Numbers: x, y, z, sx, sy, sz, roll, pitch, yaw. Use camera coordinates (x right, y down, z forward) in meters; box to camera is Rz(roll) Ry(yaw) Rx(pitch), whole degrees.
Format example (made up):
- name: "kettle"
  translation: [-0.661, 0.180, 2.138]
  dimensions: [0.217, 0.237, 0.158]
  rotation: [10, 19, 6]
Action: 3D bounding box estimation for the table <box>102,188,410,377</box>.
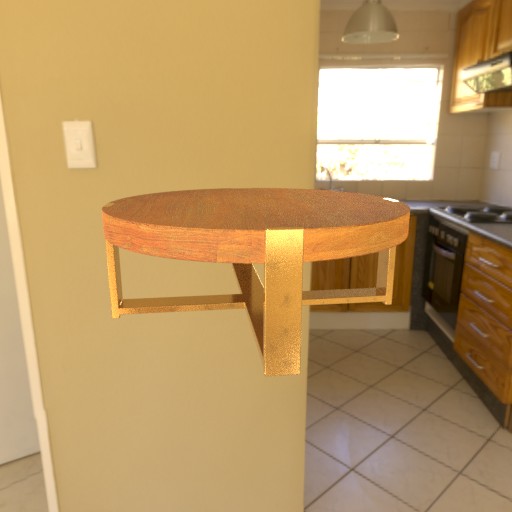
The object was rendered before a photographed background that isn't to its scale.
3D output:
- name: "table"
  translation: [0.000, 0.000, 1.726]
  dimensions: [1.100, 0.420, 1.100]
  rotation: [0, 14, 0]
